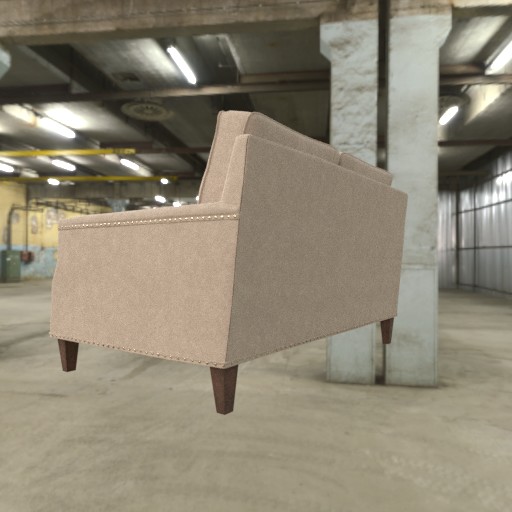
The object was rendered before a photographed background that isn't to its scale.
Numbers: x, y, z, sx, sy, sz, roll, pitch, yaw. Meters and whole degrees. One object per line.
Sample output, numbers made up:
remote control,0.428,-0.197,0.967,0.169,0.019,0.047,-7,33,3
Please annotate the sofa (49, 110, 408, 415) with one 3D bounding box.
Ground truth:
sofa,0.000,0.000,2.230,1.084,1.002,1.597,0,-1,36
